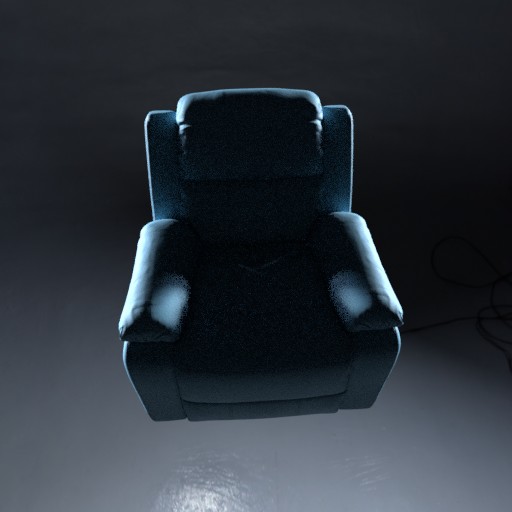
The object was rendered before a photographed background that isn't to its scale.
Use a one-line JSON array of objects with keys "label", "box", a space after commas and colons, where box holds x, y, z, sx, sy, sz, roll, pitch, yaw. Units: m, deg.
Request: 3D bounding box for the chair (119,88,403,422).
[{"label": "chair", "box": [0.000, 0.000, 1.252, 0.680, 0.702, 0.709, -3, 45, -3]}]
